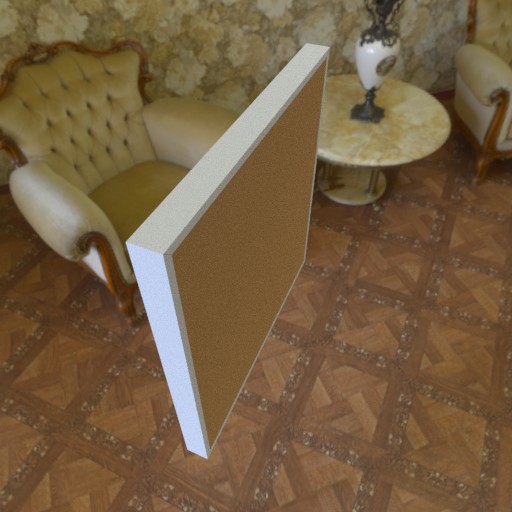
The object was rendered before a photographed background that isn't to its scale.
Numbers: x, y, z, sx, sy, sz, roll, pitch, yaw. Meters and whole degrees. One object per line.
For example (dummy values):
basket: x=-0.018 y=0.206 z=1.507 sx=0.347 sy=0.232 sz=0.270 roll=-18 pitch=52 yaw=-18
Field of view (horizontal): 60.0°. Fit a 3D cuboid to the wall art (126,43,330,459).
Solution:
wall art: x=0.000 y=0.000 z=0.447 sx=0.024 sy=0.304 sz=0.304 roll=17 pitch=49 yaw=16
